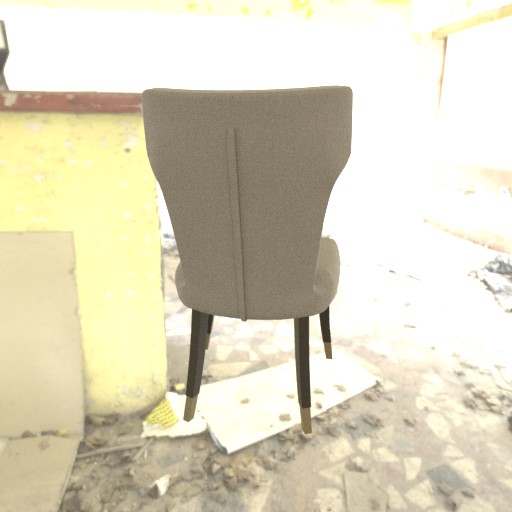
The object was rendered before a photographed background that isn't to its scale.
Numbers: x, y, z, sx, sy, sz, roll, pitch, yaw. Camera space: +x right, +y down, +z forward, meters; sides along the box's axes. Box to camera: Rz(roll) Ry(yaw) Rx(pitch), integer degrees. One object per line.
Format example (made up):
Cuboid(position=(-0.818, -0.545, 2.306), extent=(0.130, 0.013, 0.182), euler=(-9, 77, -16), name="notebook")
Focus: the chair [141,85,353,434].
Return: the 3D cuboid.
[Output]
Cuboid(position=(0.000, 0.000, 1.363), extent=(0.526, 0.950, 0.630), euler=(3, 17, 8), name="chair")
